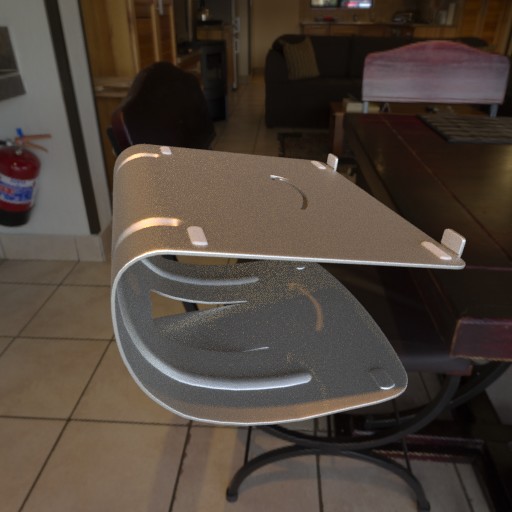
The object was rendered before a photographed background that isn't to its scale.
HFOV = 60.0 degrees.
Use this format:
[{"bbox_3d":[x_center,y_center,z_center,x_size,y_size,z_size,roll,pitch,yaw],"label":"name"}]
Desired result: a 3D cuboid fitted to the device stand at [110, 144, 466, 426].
[{"bbox_3d":[0.000,0.000,0.398,0.236,0.155,0.256,-7,29,-14],"label":"device stand"}]
